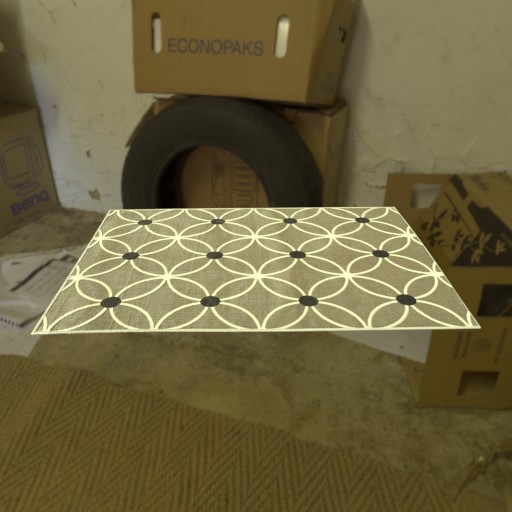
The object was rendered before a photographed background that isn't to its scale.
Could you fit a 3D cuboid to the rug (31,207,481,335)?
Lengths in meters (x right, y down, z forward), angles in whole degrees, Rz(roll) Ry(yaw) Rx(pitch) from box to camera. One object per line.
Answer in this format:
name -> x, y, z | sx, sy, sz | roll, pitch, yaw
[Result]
rug -> 0.000, 0.000, 2.889 | 2.284, 0.008, 1.522 | -1, 30, -1
